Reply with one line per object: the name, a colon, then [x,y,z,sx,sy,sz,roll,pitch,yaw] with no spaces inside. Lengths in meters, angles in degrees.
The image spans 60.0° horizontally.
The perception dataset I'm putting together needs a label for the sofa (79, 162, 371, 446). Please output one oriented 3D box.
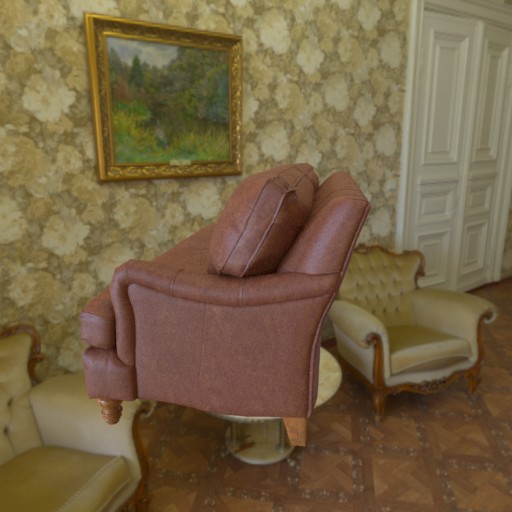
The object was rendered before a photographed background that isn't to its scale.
sofa: [0.000,0.000,2.678,1.147,1.071,2.144,2,14,9]
